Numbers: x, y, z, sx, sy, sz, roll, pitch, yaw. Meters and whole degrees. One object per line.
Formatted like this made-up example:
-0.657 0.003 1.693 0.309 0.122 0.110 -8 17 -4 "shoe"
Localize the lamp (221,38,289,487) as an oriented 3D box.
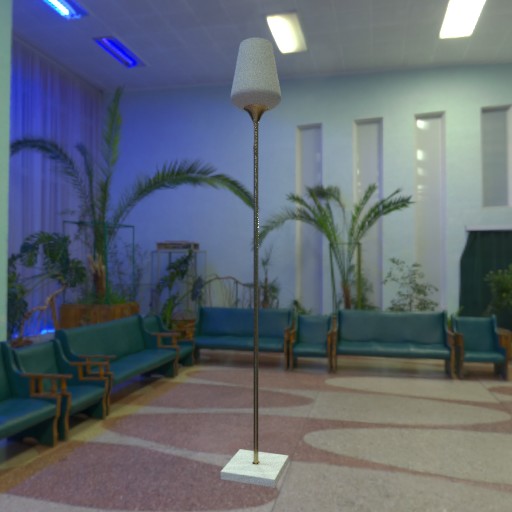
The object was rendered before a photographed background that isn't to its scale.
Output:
0.000 0.000 1.892 0.229 1.813 0.232 0 -1 18 "lamp"
